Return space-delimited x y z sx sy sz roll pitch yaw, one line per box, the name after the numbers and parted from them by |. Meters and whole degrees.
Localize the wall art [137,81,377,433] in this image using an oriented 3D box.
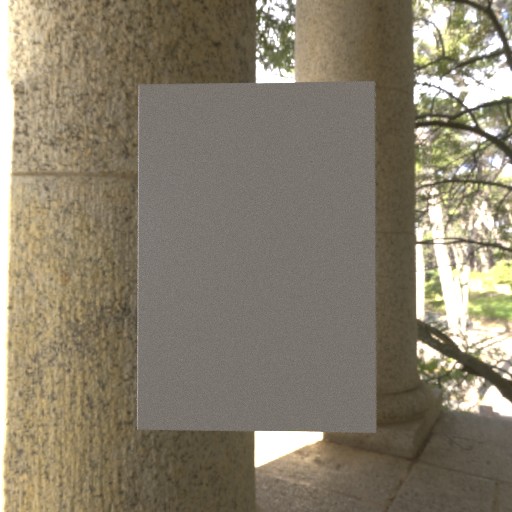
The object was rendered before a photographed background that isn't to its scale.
0.000 0.000 1.045 0.556 0.813 0.026 0 -1 2 | wall art
